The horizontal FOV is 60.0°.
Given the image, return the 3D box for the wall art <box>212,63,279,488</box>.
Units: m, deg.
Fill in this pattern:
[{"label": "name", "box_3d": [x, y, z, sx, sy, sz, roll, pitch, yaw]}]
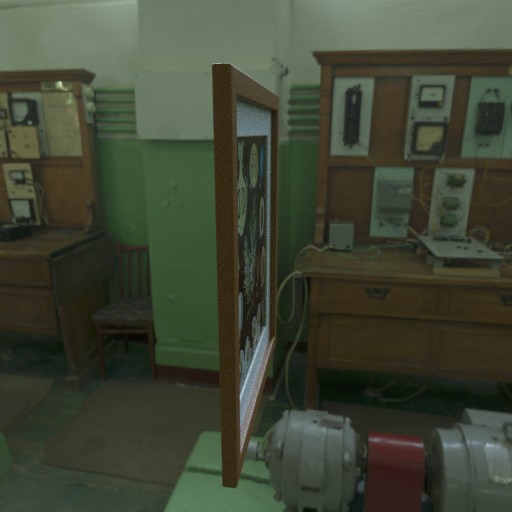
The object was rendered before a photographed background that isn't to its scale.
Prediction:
[{"label": "wall art", "box_3d": [0.000, 0.000, 0.759, 0.021, 0.550, 0.449, 3, 16, 9]}]
